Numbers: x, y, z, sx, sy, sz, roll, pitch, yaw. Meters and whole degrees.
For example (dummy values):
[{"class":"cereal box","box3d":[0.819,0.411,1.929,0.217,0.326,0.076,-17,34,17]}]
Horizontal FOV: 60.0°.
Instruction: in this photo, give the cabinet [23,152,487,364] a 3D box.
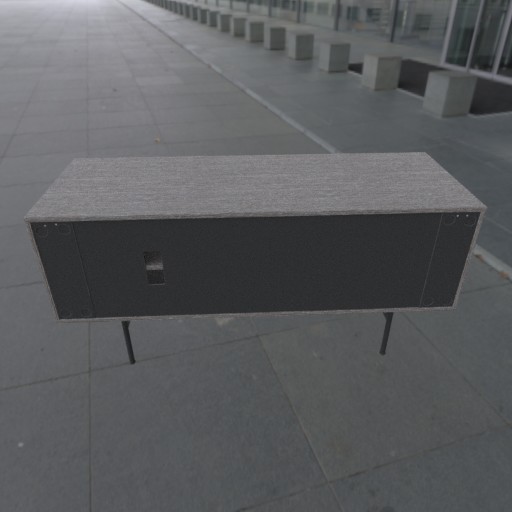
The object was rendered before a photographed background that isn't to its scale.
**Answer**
[{"class":"cabinet","box3d":[0.000,0.000,1.609,1.300,0.599,0.500,-2,32,-2]}]
